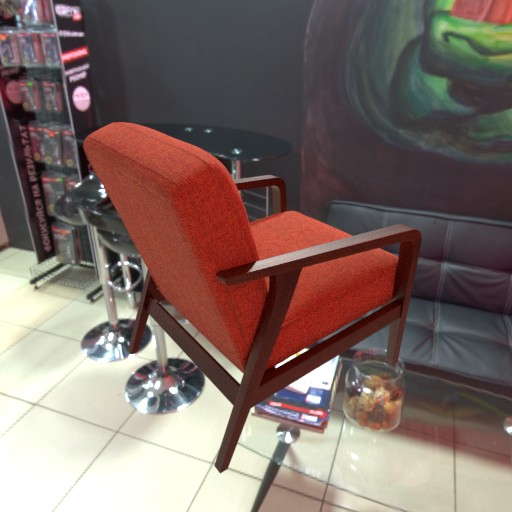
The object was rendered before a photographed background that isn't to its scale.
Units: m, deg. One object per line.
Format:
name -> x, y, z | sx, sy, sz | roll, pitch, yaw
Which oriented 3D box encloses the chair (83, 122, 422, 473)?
chair -> 0.000, 0.000, 1.492 | 0.860, 0.890, 0.719 | -19, 32, -32
